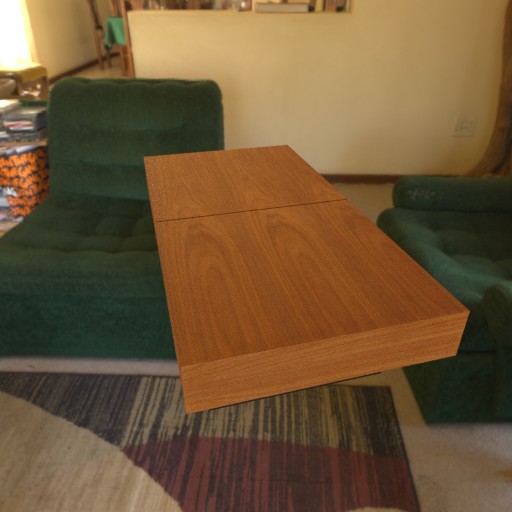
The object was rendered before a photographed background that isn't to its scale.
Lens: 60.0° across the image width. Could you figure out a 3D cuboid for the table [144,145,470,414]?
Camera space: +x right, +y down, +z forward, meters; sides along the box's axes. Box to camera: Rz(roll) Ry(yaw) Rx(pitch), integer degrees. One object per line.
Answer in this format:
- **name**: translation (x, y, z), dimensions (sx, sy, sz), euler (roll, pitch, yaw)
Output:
- **table**: translation (0.000, 0.000, 1.445), dimensions (0.610, 0.330, 1.194), euler (-8, 32, -13)
